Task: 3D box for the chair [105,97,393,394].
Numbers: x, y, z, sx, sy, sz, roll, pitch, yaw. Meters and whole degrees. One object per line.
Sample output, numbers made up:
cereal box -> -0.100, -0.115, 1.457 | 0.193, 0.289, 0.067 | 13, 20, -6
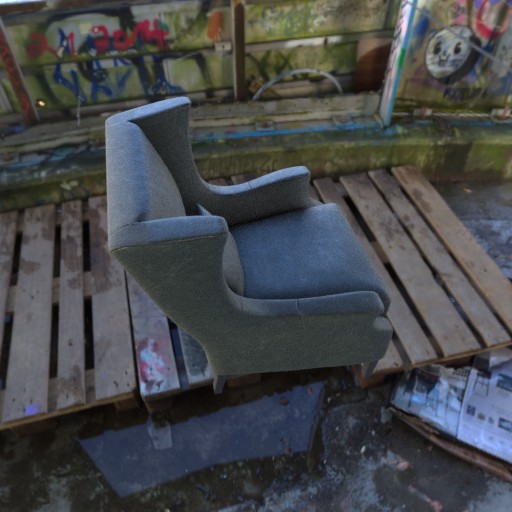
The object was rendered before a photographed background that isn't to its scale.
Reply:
chair -> 0.000, 0.000, 1.747 | 0.926, 1.016, 0.853 | -10, 47, -10
